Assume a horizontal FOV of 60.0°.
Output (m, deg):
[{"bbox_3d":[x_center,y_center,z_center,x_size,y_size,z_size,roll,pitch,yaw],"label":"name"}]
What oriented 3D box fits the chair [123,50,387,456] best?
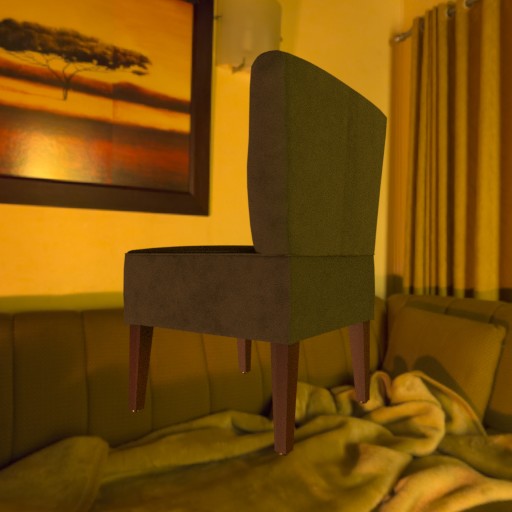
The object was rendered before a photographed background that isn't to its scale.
[{"bbox_3d":[0.000,0.000,1.190,0.554,0.806,0.521,0,1,37],"label":"chair"}]
